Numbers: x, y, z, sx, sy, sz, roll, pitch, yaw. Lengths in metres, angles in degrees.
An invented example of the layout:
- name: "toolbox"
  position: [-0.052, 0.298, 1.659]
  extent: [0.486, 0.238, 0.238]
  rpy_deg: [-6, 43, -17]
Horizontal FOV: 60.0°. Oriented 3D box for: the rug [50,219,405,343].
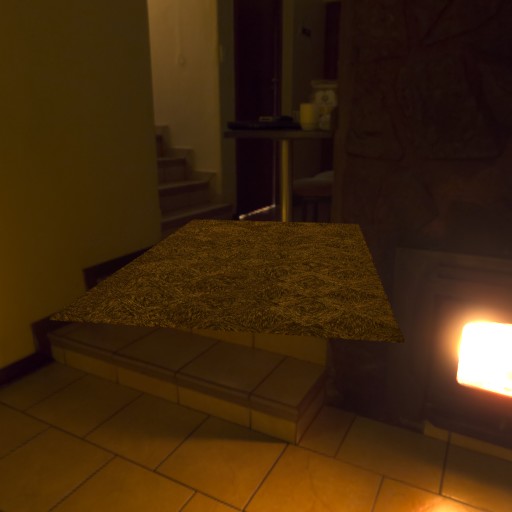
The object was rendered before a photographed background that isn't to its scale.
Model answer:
- name: "rug"
  position: [0.000, 0.000, 2.300]
  extent: [1.189, 0.011, 1.808]
  rpy_deg: [2, 16, 8]
